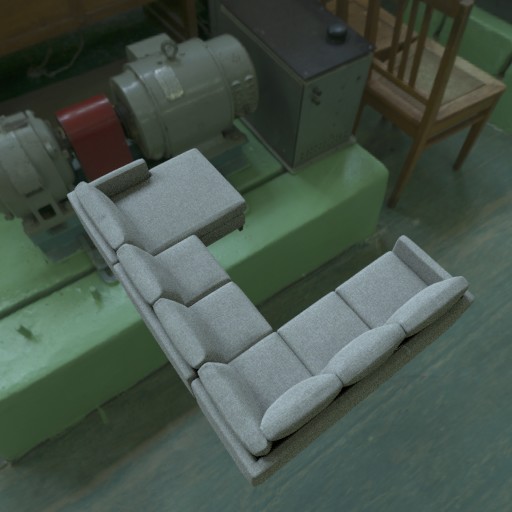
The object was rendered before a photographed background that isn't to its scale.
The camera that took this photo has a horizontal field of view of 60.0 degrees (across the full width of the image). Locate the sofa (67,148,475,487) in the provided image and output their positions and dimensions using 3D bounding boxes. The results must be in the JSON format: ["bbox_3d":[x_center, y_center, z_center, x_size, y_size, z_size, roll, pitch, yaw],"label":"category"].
[{"bbox_3d":[0.000,0.000,4.637,2.593,0.959,3.460,-32,63,-18],"label":"sofa"}]
